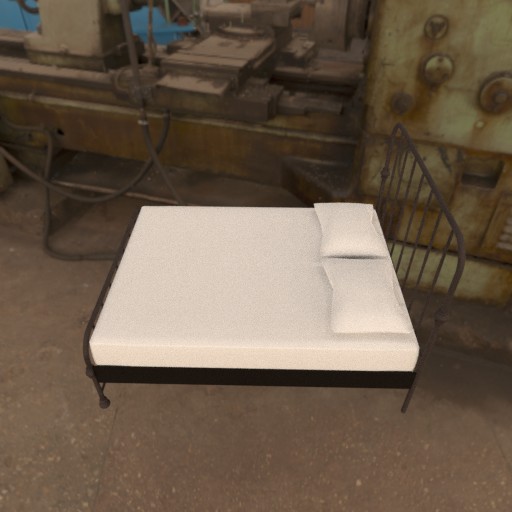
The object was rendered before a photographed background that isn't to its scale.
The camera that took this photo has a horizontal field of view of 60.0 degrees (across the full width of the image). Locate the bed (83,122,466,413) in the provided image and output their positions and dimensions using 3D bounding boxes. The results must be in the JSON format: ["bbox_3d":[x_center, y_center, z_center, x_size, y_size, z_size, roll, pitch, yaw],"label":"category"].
[{"bbox_3d":[0.000,0.000,3.177,2.134,1.446,1.616,1,40,1],"label":"bed"}]
